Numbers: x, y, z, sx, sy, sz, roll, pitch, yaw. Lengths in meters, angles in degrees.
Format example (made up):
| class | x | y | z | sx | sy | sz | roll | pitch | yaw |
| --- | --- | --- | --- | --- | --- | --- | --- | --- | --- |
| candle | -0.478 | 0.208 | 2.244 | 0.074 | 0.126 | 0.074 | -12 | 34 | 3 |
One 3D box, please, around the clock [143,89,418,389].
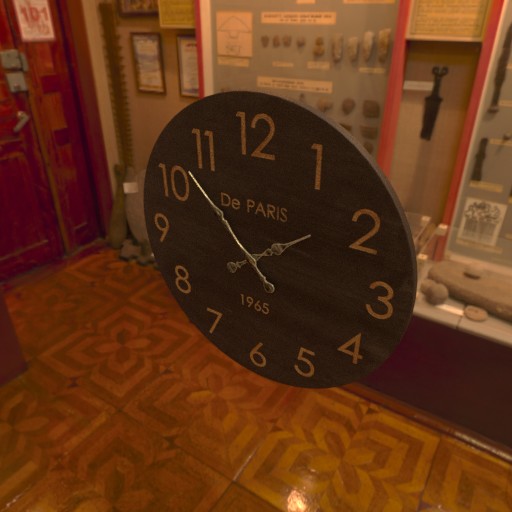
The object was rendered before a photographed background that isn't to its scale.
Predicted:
| class | x | y | z | sx | sy | sz | roll | pitch | yaw |
| --- | --- | --- | --- | --- | --- | --- | --- | --- | --- |
| clock | 0.000 | 0.000 | 0.843 | 0.595 | 0.595 | 0.029 | 19 | 35 | 30 |
